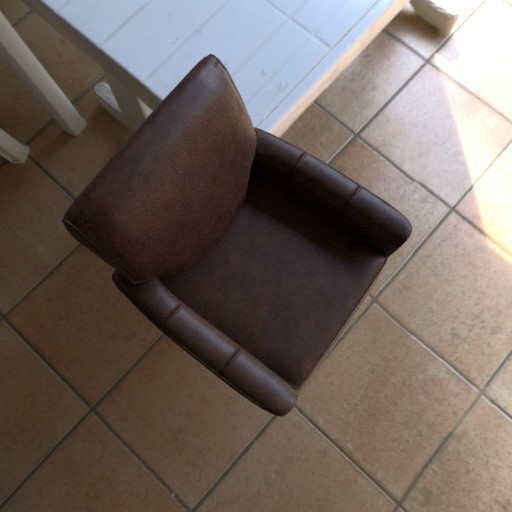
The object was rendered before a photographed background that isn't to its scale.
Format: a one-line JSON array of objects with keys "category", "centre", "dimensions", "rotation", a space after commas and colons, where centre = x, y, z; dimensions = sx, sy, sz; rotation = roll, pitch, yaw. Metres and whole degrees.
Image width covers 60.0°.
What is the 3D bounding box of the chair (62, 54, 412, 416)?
[{"category": "chair", "centre": [0.000, 0.000, 1.629], "dimensions": [0.850, 1.010, 0.839], "rotation": [36, 78, 8]}]
